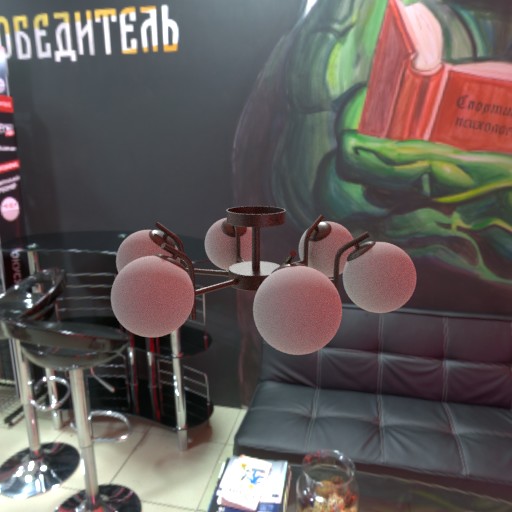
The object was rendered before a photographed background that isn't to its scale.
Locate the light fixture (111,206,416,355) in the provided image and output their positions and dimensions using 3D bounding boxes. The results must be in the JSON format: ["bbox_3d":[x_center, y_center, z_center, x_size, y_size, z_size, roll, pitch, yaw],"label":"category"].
[{"bbox_3d":[0.000,0.000,0.962,0.662,0.201,0.662,0,14,0],"label":"light fixture"}]
